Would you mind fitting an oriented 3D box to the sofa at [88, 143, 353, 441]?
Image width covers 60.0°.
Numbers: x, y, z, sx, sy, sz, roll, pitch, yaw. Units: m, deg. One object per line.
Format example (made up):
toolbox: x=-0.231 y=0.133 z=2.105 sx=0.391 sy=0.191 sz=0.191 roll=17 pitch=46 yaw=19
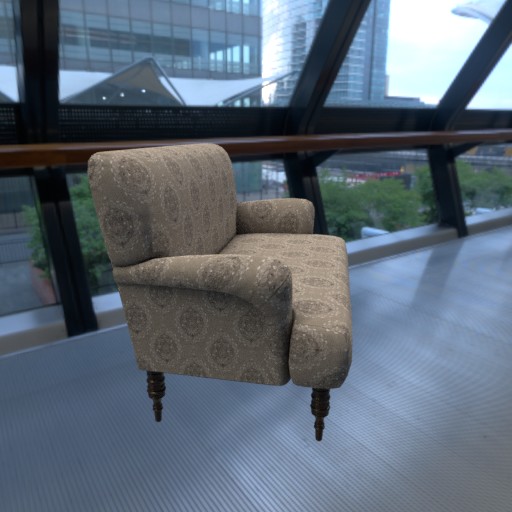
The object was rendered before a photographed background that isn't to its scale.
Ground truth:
sofa: x=0.000 y=0.000 z=1.854 sx=0.779 sy=0.889 sz=1.297 roll=3 pitch=16 yaw=10
